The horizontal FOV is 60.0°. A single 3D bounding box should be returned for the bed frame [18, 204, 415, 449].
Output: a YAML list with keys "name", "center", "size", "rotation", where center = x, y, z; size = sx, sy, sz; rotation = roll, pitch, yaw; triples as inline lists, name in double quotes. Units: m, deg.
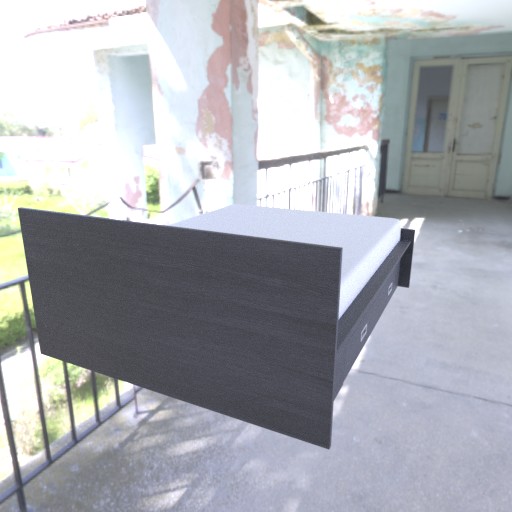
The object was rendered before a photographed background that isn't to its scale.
- name: "bed frame"
  center: [0.000, 0.000, 2.769]
  size: [1.622, 0.800, 1.960]
  rotation: [8, 19, 26]
